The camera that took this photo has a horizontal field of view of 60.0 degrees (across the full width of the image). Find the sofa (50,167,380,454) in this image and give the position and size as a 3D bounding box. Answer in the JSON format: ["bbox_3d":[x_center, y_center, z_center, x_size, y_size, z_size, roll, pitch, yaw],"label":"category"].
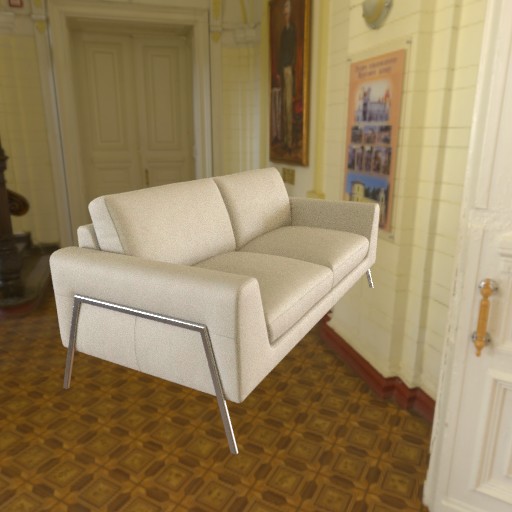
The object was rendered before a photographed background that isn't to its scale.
[{"bbox_3d":[0.000,0.000,2.559,0.953,0.875,2.017,8,18,27],"label":"sofa"}]
